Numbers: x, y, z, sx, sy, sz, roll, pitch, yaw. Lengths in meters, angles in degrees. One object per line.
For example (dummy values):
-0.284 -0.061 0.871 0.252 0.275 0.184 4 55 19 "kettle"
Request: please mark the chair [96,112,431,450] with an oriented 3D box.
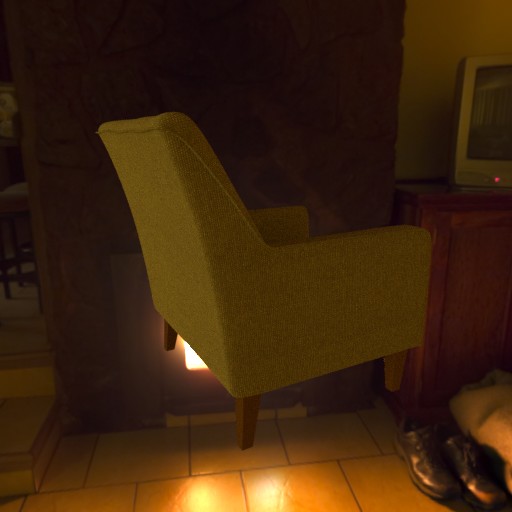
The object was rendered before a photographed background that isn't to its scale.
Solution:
0.000 0.000 1.572 0.899 0.919 0.780 -8 17 -28 "chair"
